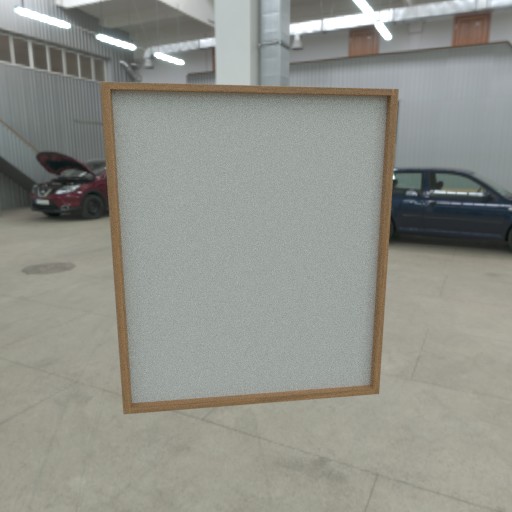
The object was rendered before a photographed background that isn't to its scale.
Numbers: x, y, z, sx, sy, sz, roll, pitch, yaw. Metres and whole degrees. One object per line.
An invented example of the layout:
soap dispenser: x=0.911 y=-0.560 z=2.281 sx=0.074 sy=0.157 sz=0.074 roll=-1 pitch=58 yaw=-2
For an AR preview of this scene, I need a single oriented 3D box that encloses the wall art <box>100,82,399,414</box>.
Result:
wall art: x=0.000 y=0.000 z=0.981 sx=0.609 sy=0.710 sz=0.021 roll=-2 pitch=12 yaw=-8
